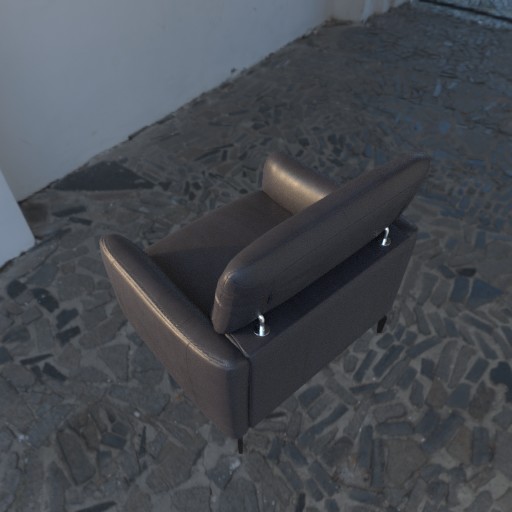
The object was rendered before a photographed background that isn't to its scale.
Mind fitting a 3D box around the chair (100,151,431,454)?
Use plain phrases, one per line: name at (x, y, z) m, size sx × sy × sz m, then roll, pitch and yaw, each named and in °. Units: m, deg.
chair at (0.000, 0.000, 1.710) m, size 0.976 × 0.949 × 0.809 m, roll -32°, pitch 54°, yaw -27°
